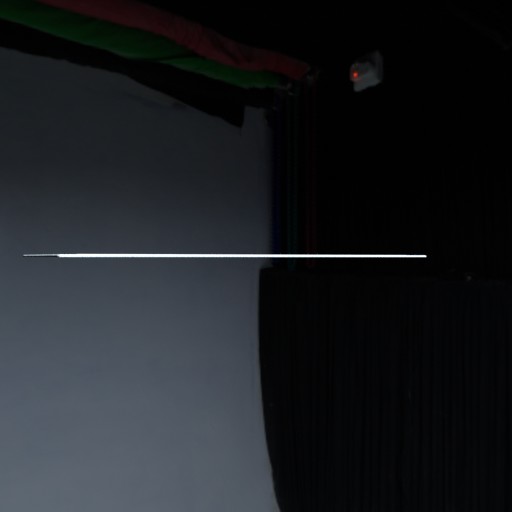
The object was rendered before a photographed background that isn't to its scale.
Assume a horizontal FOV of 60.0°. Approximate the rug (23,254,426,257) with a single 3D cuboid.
[{"bbox_3d":[0.000,0.000,2.702,2.430,0.012,0.759,0,0,-37],"label":"rug"}]
